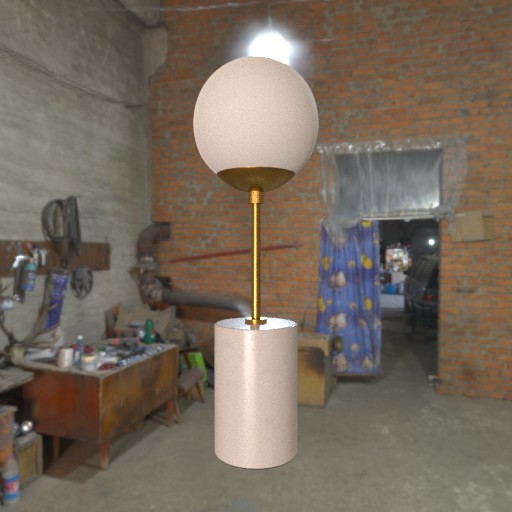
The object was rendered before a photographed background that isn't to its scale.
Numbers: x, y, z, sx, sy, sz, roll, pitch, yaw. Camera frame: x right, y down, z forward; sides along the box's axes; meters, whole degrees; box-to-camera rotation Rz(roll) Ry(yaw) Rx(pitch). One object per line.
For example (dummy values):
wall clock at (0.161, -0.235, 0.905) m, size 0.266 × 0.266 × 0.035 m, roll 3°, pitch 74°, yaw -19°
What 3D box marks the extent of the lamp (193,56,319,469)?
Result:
lamp at (0.000, 0.000, 0.548) m, size 0.153 × 0.480 × 0.153 m, roll 0°, pitch 0°, yaw 0°
